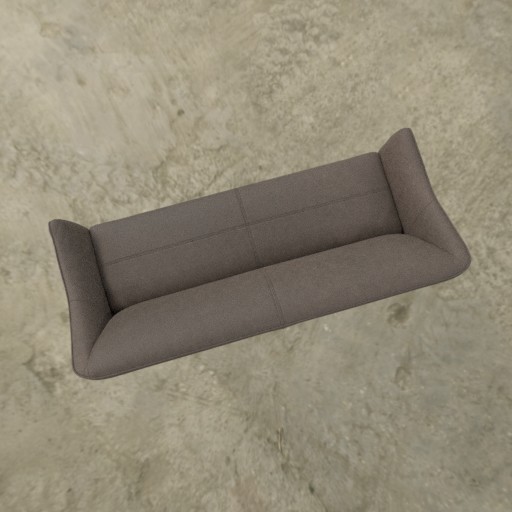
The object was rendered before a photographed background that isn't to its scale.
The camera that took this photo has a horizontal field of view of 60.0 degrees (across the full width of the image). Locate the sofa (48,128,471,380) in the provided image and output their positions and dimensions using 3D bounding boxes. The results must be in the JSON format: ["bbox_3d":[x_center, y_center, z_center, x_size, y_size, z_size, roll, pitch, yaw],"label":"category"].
[{"bbox_3d":[0.000,0.000,2.355,1.928,0.831,0.869,-15,76,-4],"label":"sofa"}]
